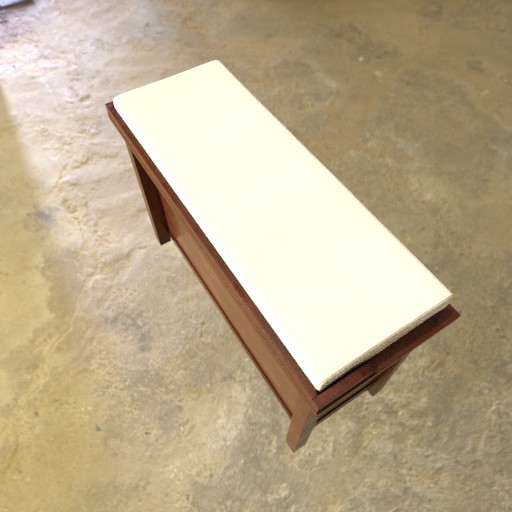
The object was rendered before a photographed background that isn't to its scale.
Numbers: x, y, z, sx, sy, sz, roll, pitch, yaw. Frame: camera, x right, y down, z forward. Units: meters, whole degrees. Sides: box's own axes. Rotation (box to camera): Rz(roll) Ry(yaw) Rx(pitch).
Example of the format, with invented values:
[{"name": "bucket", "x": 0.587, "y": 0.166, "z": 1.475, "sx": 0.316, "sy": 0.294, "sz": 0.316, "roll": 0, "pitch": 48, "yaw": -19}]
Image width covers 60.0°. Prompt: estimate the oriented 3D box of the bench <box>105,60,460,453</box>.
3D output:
[{"name": "bench", "x": 0.000, "y": 0.000, "z": 1.303, "sx": 0.369, "sy": 0.646, "sz": 0.987, "roll": -28, "pitch": 61, "yaw": -17}]
